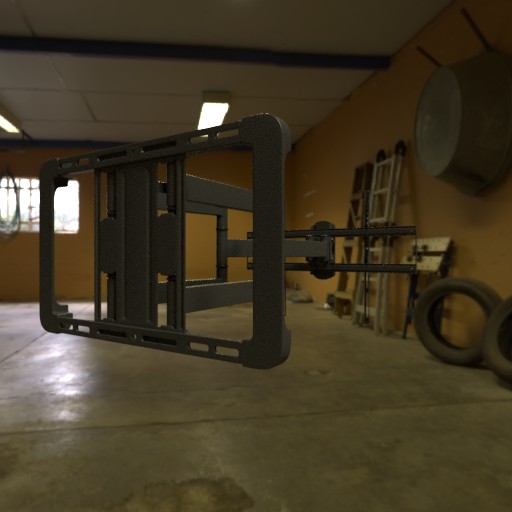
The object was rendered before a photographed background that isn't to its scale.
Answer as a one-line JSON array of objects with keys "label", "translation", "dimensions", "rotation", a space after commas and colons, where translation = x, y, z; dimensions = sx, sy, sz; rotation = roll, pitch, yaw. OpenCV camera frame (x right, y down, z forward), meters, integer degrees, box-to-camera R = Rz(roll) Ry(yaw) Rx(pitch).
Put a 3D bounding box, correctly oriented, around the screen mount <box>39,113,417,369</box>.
[{"label": "screen mount", "translation": [0.000, 0.000, 1.302], "dimensions": [0.725, 0.483, 0.905], "rotation": [0, 0, 34]}]
